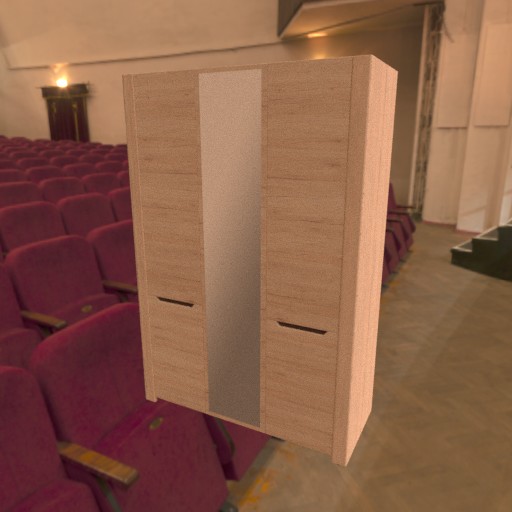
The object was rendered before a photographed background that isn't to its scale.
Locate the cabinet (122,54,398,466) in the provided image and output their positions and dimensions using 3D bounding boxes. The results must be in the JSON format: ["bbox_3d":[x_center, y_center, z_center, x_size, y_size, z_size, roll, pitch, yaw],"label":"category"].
[{"bbox_3d":[0.000,0.000,2.693,1.400,2.070,0.580,8,17,26],"label":"cabinet"}]
